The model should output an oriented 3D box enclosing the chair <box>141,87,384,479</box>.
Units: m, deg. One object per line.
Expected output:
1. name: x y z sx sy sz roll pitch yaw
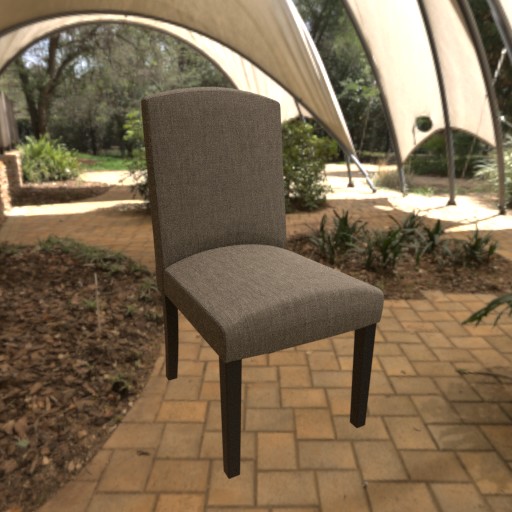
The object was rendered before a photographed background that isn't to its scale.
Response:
1. chair: 0.000 0.000 1.231 0.451 0.917 0.580 -9 18 -27
